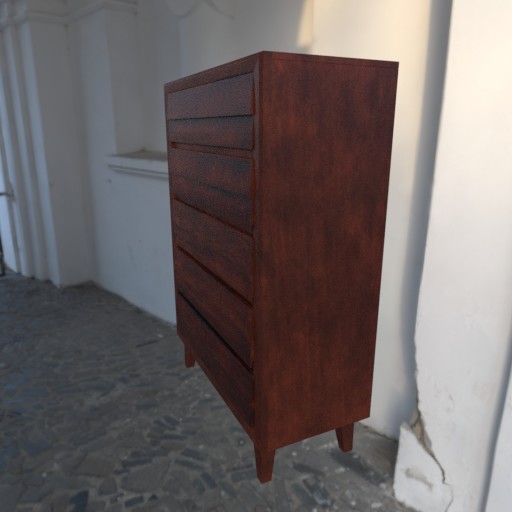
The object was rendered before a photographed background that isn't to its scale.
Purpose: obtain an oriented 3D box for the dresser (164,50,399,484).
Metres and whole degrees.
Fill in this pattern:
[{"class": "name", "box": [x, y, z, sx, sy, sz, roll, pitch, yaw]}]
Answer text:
[{"class": "dresser", "box": [0.000, 0.000, 1.992, 0.506, 1.514, 1.072, -8, 18, -25]}]
